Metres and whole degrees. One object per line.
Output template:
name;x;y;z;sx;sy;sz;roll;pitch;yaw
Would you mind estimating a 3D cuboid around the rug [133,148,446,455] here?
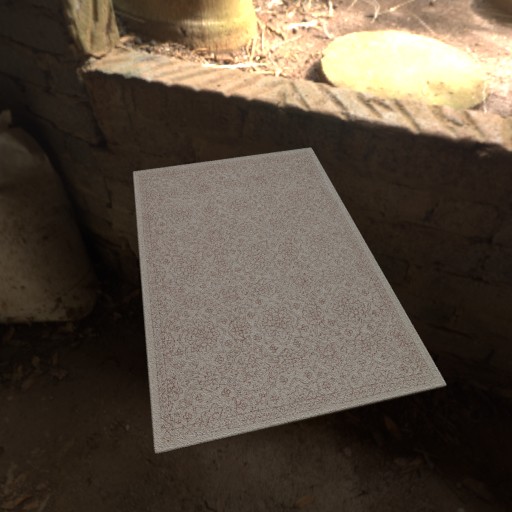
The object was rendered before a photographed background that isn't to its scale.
rug;0.000;0.000;2.375;1.219;0.010;1.829;-10;48;-9
